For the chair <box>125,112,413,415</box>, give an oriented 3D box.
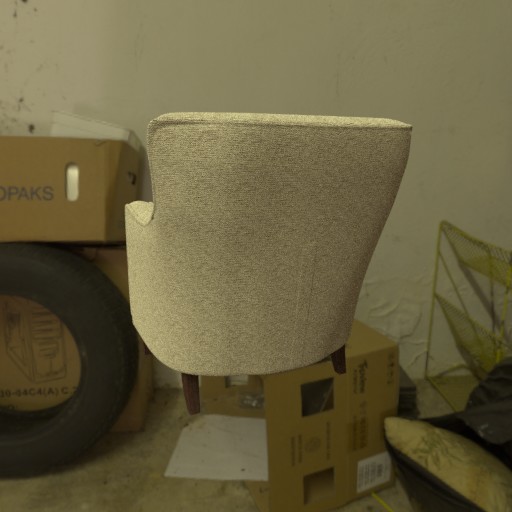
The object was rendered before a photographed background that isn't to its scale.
[{"bbox_3d":[0.000,0.000,1.602,0.820,0.920,0.910,-7,15,-26],"label":"chair"}]
